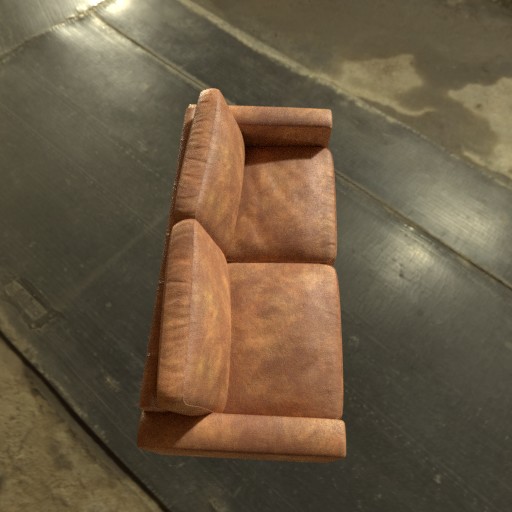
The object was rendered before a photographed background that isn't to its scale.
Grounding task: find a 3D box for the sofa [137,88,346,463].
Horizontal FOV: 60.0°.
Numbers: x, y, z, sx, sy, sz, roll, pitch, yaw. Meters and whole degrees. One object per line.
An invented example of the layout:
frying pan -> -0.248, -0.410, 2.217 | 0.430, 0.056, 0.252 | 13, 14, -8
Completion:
sofa -> 0.000, 0.000, 2.647 | 1.016, 0.873, 2.179 | 2, 63, 1
